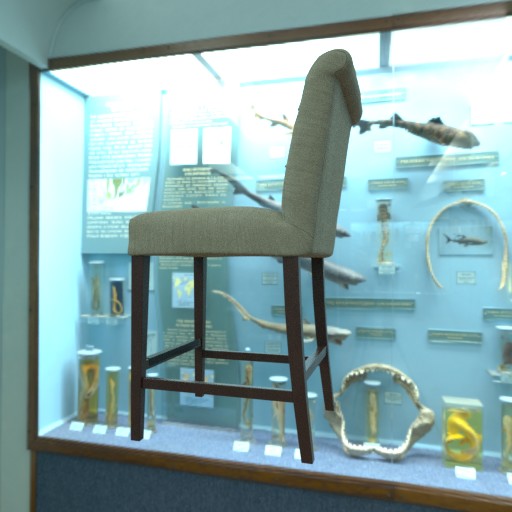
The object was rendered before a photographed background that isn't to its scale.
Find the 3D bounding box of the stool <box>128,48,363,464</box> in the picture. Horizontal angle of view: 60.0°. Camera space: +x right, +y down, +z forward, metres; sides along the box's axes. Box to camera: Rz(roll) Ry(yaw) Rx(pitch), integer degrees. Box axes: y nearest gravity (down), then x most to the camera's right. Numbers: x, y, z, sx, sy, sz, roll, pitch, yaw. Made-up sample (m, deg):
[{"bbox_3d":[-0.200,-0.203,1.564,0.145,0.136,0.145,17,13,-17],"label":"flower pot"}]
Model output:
[{"bbox_3d":[0.000,0.000,1.435,0.660,1.084,0.486,0,-1,17],"label":"stool"}]
